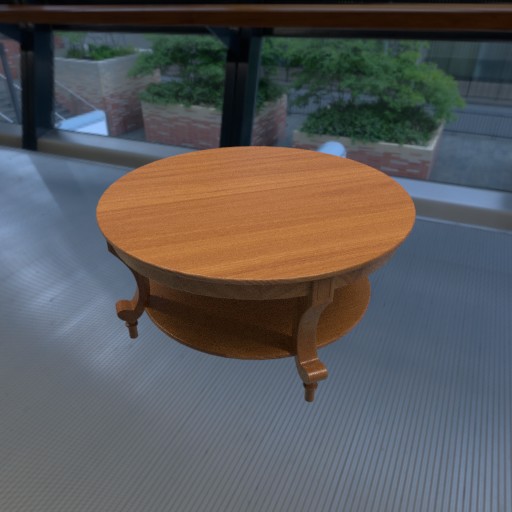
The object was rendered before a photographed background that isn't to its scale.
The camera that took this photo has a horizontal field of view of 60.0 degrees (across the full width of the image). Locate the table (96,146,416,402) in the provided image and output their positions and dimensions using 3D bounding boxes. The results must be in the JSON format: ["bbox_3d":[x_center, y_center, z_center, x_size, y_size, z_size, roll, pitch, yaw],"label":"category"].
[{"bbox_3d":[0.000,0.000,1.609,1.029,0.490,1.029,0,31,0],"label":"table"}]
